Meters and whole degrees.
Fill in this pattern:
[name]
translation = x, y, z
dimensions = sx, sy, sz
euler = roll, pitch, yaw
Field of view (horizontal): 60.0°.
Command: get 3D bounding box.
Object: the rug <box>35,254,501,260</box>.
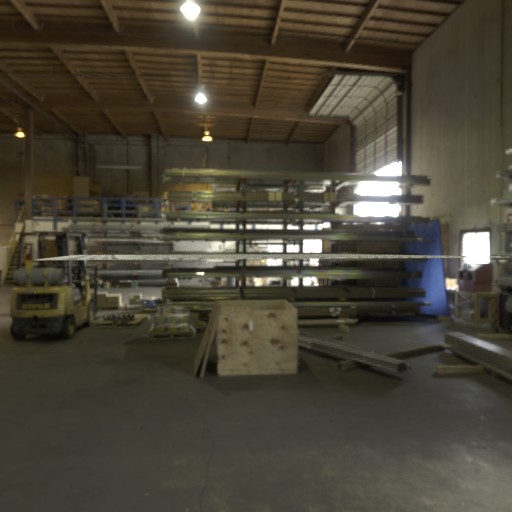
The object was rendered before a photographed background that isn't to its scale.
[rug]
translation = 0.000, 0.000, 3.921
dimensions = 3.196, 0.007, 2.354
euler = 0, 1, -18
